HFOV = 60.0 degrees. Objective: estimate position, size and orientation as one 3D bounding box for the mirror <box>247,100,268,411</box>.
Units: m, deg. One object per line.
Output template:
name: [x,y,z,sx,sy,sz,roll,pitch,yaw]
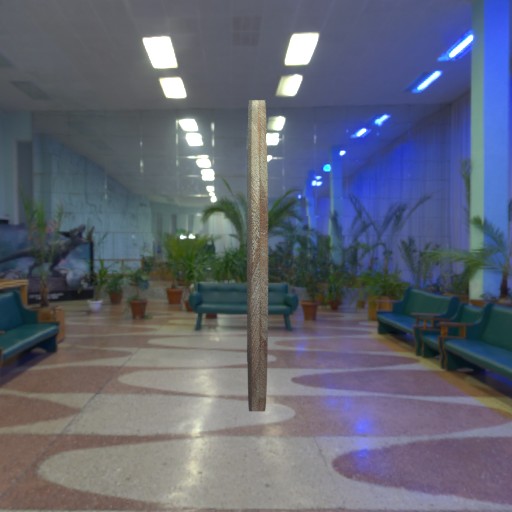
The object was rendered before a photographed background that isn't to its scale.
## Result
mirror: [0.000,0.000,1.074,0.038,0.710,0.710,0,1,0]
